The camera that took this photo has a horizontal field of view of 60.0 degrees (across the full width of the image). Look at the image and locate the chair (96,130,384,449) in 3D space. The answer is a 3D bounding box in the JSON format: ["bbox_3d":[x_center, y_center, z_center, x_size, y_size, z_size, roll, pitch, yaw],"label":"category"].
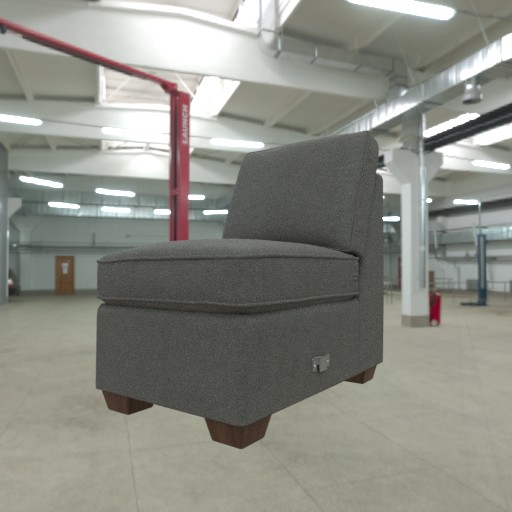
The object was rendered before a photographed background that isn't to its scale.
[{"bbox_3d":[0.000,0.000,1.580,0.621,0.970,0.938,-1,-2,36],"label":"chair"}]
